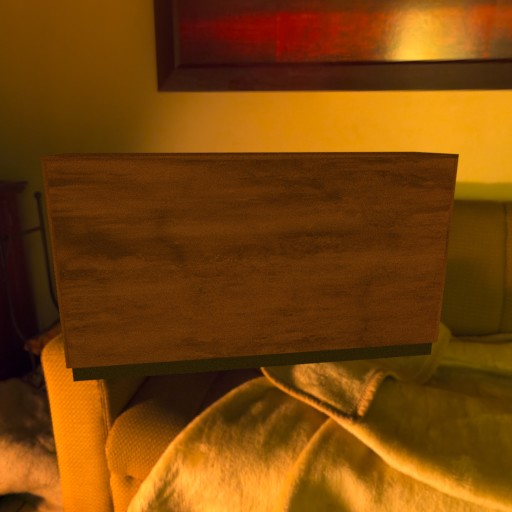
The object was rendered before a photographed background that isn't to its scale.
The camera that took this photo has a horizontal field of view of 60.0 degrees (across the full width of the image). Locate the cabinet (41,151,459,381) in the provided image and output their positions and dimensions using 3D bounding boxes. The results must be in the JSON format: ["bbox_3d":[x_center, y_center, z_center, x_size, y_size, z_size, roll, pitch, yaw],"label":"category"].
[{"bbox_3d":[0.000,0.000,1.995,1.600,0.900,0.420,-2,15,-8],"label":"cabinet"}]
